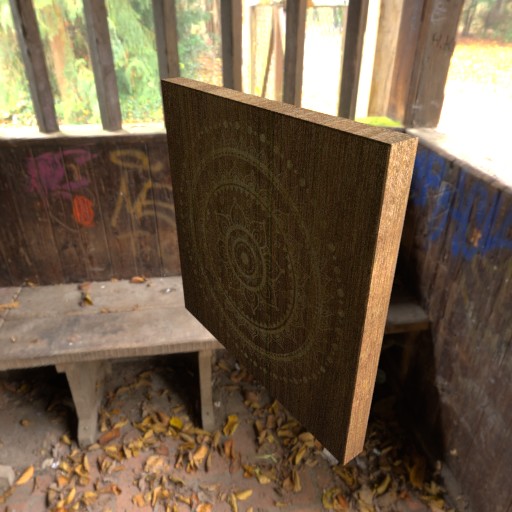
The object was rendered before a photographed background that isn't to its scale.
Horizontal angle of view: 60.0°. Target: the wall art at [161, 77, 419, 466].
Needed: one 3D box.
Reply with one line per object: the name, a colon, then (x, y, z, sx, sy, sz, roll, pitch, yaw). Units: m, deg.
wall art: (0.000, 0.000, 0.597, 0.039, 0.403, 0.406, -21, 36, -31)
